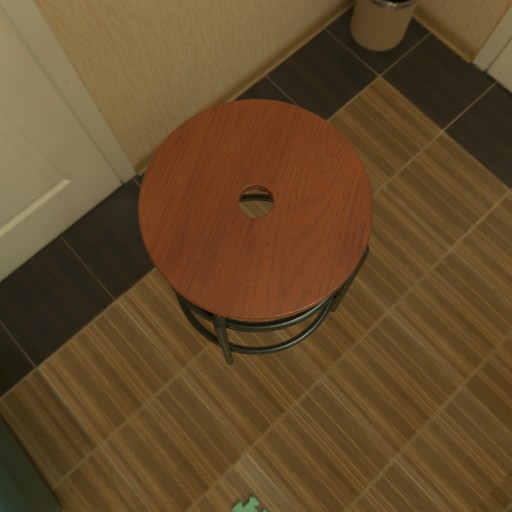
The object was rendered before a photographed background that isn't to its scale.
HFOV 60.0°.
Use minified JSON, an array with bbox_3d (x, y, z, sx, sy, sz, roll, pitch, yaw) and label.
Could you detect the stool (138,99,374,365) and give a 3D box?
[{"bbox_3d":[0.000,0.000,0.925,0.455,0.610,0.455,18,76,5],"label":"stool"}]
